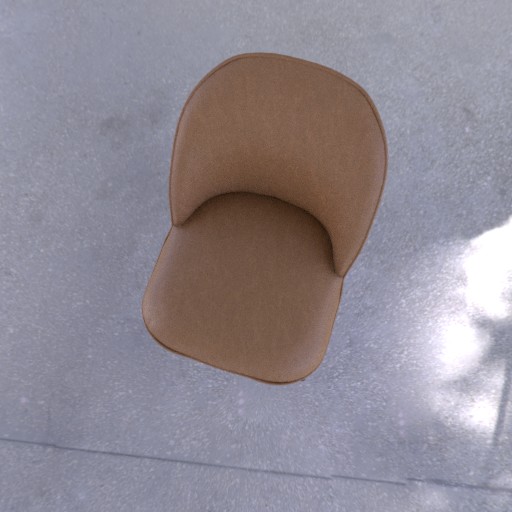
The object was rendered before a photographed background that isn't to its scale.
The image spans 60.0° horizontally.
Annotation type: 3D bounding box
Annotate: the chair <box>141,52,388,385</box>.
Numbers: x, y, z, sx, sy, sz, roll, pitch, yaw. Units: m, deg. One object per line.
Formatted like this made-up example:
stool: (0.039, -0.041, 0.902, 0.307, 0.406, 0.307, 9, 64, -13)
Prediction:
chair: (0.000, 0.000, 1.216, 0.521, 0.831, 0.631, 17, 75, 5)
